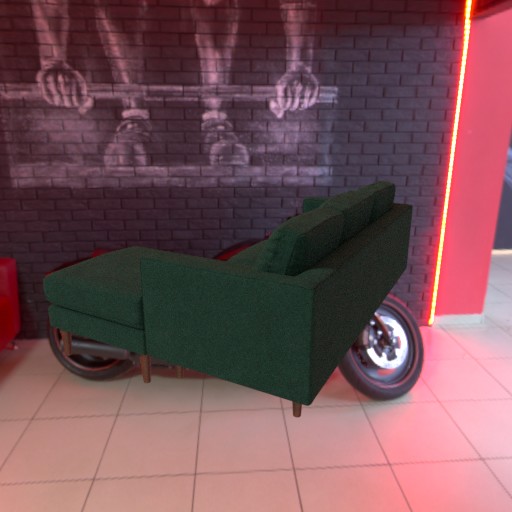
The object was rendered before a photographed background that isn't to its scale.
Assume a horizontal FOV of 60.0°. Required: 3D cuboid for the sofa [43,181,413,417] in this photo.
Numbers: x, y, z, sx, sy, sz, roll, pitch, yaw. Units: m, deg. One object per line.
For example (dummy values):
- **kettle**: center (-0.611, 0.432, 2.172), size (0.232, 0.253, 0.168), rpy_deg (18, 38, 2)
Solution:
- **sofa**: center (0.000, 0.000, 2.893), size (1.580, 0.899, 2.030), rpy_deg (9, 19, 27)
